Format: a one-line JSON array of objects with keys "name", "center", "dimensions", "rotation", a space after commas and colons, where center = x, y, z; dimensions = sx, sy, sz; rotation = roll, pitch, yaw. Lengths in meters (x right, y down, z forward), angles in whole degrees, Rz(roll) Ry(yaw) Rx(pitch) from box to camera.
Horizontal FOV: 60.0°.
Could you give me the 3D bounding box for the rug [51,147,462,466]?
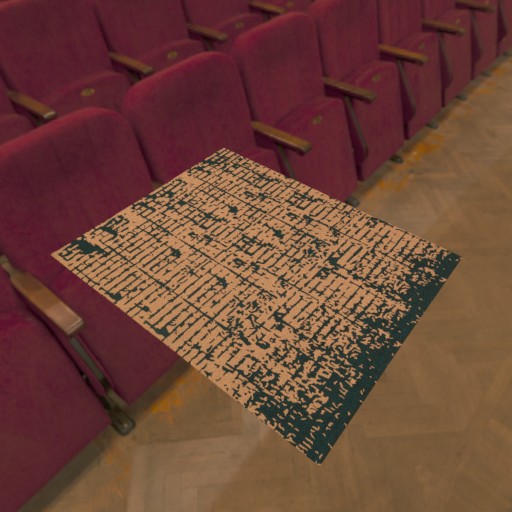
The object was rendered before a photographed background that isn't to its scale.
[{"name": "rug", "center": [0.000, 0.000, 4.157], "dimensions": [3.017, 0.014, 2.416], "rotation": [30, 52, 26]}]
